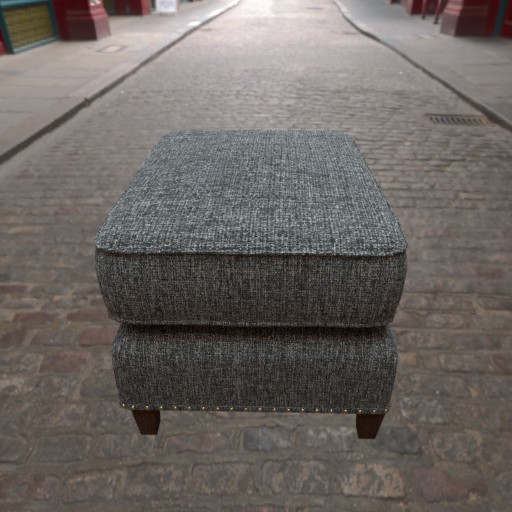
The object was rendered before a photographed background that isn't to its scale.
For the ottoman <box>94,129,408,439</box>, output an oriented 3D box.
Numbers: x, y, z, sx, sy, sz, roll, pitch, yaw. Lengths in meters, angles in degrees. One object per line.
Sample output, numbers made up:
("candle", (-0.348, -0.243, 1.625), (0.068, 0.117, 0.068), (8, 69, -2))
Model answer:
("ottoman", (0.000, 0.000, 1.155), (0.589, 0.537, 0.738), (1, 32, 1))
